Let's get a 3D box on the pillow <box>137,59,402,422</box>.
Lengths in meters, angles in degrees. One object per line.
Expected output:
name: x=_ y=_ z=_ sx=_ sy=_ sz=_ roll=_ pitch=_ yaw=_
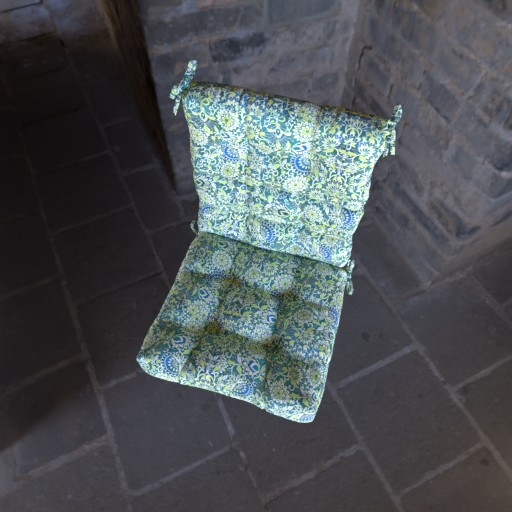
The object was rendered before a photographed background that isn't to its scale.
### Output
pillow: x=0.000 y=0.000 z=1.058 sx=0.519 sy=0.605 sz=0.571 roll=15 pitch=59 yaw=9
